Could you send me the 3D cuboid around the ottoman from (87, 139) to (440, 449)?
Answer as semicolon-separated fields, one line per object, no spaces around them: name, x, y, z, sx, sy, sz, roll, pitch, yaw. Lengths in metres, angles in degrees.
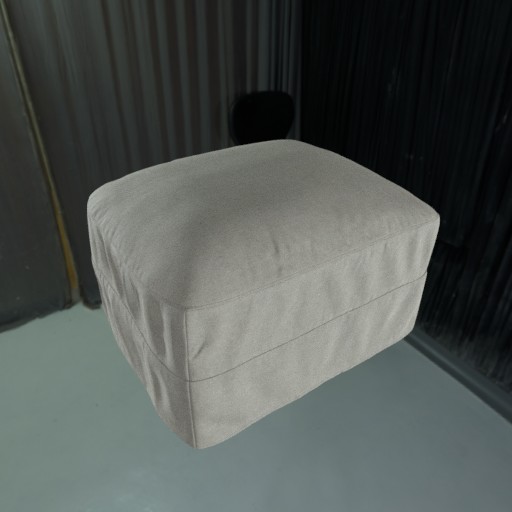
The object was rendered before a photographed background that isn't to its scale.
ottoman;0.000;0.000;1.112;0.712;0.480;0.584;-20;37;-28
